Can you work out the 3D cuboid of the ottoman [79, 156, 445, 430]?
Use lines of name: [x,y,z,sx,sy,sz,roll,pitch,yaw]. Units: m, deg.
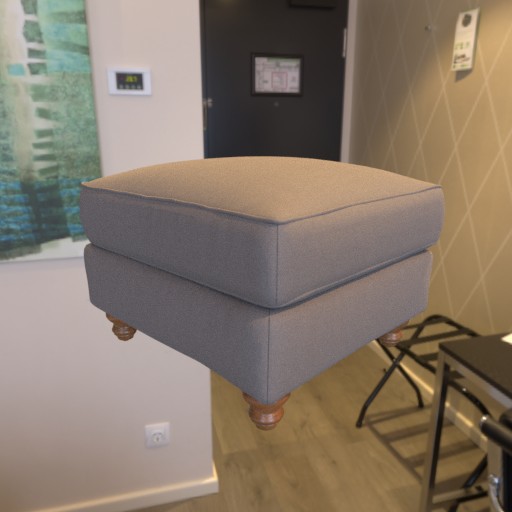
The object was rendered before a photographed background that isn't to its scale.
ottoman: [0.000,0.000,1.161,0.721,0.505,0.662,15,22,43]
